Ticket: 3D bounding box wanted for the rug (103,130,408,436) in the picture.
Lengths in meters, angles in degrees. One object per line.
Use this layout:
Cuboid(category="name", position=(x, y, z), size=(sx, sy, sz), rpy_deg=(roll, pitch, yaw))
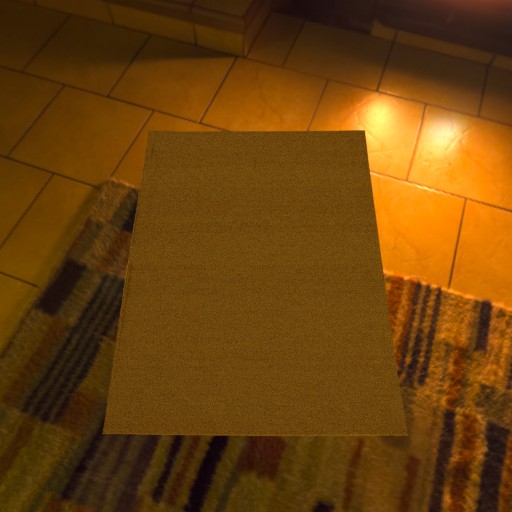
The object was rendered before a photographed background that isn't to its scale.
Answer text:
Cuboid(category="rug", position=(0.000, 0.000, 4.244), size=(2.434, 0.045, 3.202), rpy_deg=(0, 63, 0))
